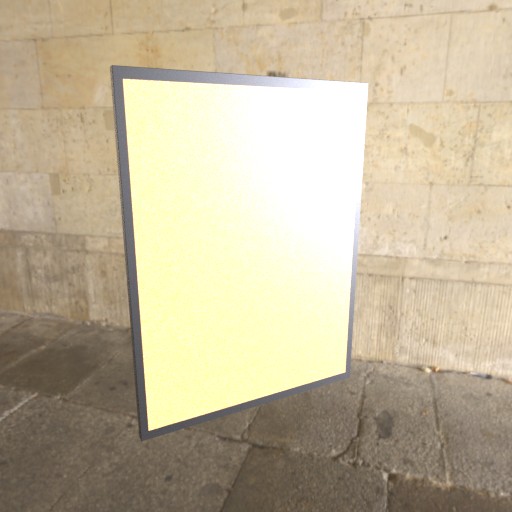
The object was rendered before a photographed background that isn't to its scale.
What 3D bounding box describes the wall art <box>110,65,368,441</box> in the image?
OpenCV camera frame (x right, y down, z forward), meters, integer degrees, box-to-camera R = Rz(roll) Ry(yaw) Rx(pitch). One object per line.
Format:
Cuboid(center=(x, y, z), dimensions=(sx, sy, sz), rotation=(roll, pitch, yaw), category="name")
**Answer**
Cuboid(center=(0.000, 0.000, 1.354), dimensions=(0.774, 1.027, 0.030), rotation=(-8, 17, -27), category="wall art")
